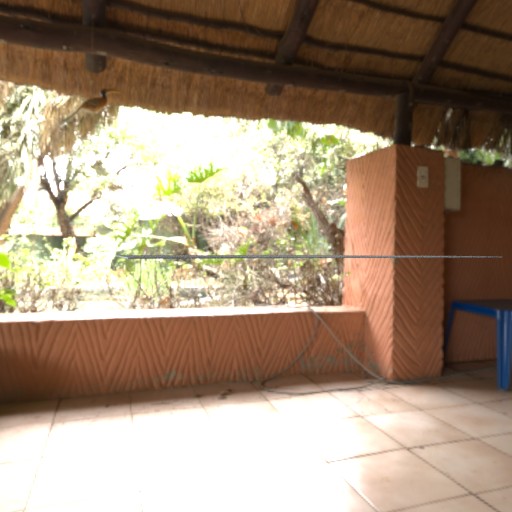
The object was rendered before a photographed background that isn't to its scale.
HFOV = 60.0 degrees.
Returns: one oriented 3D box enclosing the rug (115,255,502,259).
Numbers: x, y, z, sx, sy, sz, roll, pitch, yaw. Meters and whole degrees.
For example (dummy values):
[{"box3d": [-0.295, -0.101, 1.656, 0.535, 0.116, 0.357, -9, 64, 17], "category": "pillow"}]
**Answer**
[{"box3d": [0.000, 0.000, 4.103, 2.443, 0.007, 3.200, 0, 0, -19], "category": "rug"}]
